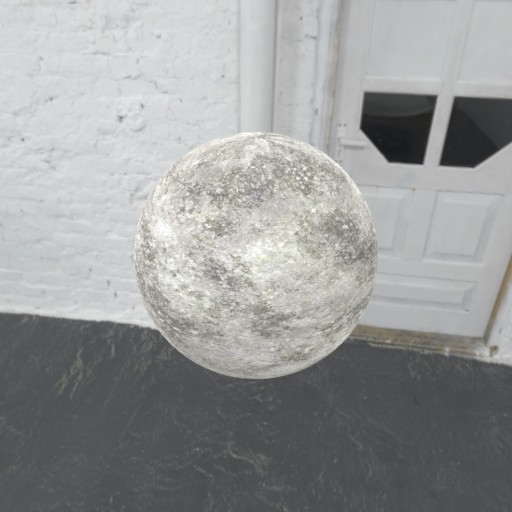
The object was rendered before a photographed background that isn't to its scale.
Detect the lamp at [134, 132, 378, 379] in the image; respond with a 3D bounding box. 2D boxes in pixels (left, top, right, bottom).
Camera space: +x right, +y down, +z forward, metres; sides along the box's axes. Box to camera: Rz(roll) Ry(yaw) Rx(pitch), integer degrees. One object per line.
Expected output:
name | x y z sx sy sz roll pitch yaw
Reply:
lamp | 0.000 0.000 0.794 0.422 0.429 0.422 0 31 0
